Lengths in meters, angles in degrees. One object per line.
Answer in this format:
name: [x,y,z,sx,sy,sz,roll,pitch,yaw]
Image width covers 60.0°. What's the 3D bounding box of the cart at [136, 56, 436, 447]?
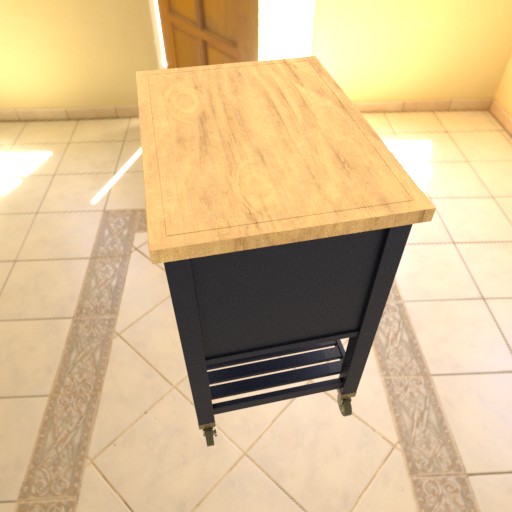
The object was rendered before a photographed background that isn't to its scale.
cart: [0.000,0.000,1.436,0.567,0.920,0.797,-9,46,-9]
